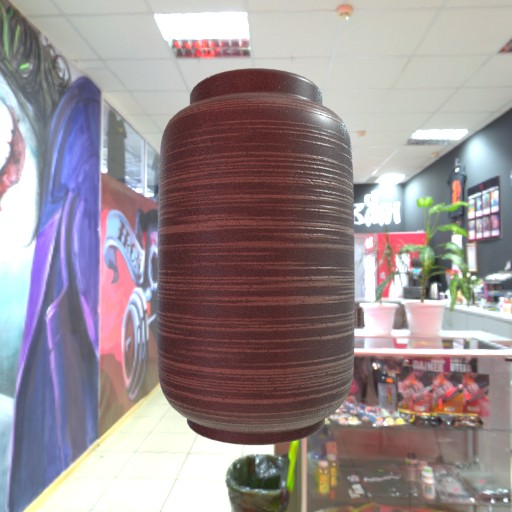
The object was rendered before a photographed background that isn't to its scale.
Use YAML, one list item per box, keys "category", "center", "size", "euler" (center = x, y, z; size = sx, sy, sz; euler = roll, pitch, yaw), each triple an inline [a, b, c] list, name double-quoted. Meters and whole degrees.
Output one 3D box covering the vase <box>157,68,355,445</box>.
- category: "vase"
  center: [0.000, 0.000, 0.684]
  size: [0.297, 0.499, 0.297]
  euler: [0, -2, 0]
